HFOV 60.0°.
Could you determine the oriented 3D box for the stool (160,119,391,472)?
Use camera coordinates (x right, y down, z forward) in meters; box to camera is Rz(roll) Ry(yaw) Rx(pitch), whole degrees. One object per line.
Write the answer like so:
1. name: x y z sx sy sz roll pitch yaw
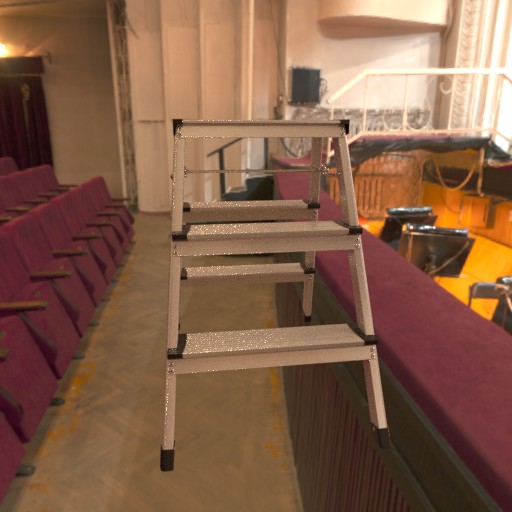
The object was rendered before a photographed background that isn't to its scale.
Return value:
1. stool: 0.000 0.000 1.030 0.437 0.605 0.622 -2 16 -8
